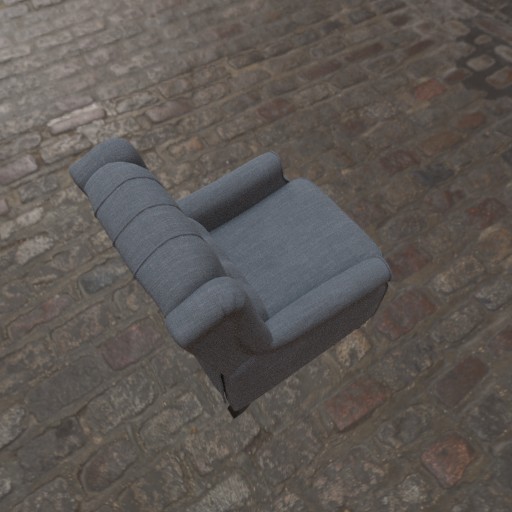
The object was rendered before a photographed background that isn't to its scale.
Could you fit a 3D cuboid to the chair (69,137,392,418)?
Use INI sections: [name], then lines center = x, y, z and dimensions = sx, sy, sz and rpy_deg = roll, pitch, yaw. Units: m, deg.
[chair]
center = 0.000, 0.000, 1.650
dimensions = 0.898, 1.035, 0.742
rpy_deg = -30, 62, -18
